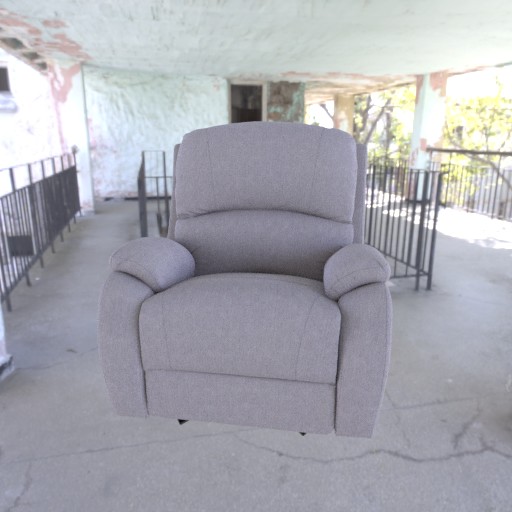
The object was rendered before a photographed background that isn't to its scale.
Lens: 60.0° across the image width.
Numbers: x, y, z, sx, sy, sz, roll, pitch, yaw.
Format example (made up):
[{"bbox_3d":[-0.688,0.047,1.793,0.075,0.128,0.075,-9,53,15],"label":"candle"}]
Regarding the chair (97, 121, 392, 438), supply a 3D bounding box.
[{"bbox_3d":[0.000,0.000,1.704,0.930,1.011,0.899,2,15,8],"label":"chair"}]
